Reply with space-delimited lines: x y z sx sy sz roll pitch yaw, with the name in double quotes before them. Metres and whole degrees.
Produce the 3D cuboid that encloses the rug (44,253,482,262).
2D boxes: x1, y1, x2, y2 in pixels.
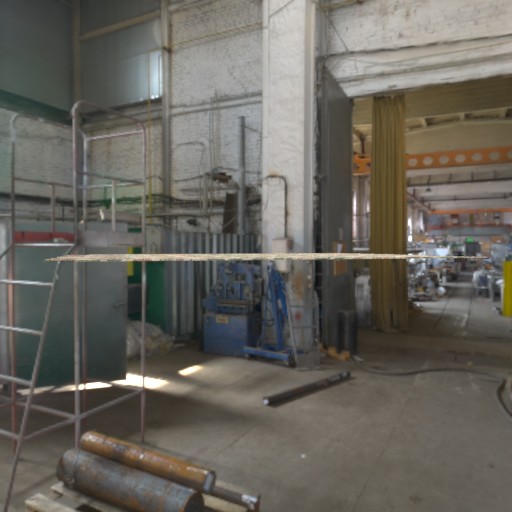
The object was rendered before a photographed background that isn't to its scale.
"rug" 0.000 0.000 2.983 2.438 0.011 1.524 0 1 -18
